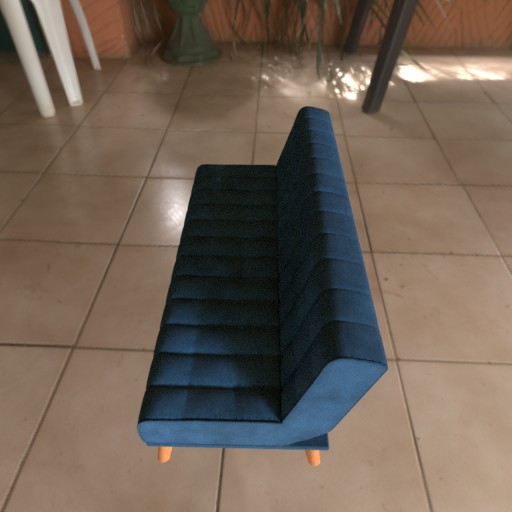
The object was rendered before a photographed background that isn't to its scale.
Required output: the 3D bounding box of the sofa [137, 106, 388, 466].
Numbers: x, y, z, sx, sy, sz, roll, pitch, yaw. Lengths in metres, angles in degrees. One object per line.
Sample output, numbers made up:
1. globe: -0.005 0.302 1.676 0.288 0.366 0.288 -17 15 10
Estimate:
1. sofa: 0.000 0.000 2.270 0.855 0.813 1.804 1 42 1
